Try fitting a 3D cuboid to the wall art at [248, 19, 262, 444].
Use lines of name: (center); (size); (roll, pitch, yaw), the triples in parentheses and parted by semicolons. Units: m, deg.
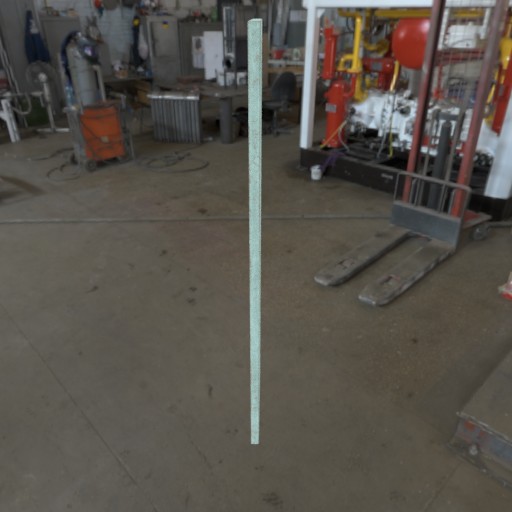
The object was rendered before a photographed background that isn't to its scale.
wall art: (0.000, 0.000, 1.296); (0.025, 1.219, 0.329); (1, 29, 1)
